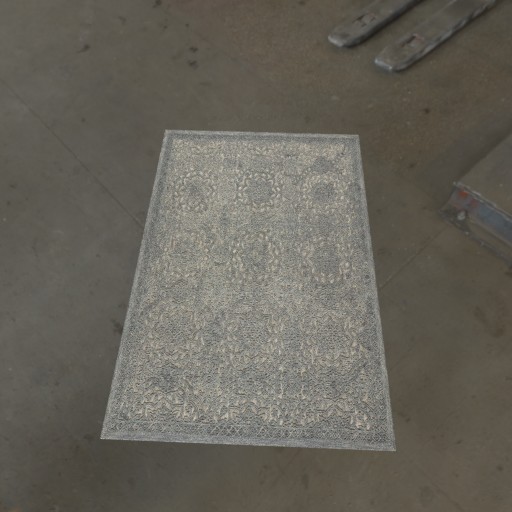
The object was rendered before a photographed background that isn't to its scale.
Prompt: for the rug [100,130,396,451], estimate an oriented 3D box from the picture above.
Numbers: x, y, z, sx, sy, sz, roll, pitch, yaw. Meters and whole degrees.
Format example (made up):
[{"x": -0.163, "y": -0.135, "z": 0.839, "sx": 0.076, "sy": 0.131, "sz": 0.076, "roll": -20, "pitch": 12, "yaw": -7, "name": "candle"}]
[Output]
[{"x": 0.000, "y": 0.000, "z": 2.292, "sx": 1.208, "sy": 0.012, "sz": 1.819, "roll": 2, "pitch": 58, "yaw": 1, "name": "rug"}]
